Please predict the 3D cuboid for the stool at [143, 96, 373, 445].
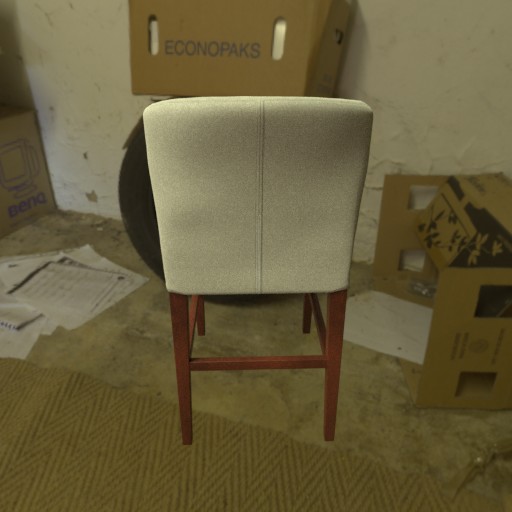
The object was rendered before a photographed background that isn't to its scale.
[{"bbox_3d":[0.000,0.000,1.274,0.479,0.968,0.568,-1,30,-2],"label":"stool"}]
